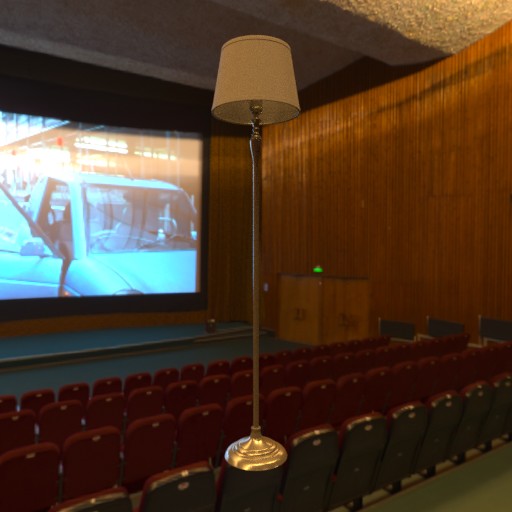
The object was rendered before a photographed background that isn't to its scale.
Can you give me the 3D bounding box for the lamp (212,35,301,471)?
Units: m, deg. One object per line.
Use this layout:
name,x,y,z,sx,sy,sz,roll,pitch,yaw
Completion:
lamp,0.000,0.000,1.653,0.327,1.506,0.327,-1,2,-34
